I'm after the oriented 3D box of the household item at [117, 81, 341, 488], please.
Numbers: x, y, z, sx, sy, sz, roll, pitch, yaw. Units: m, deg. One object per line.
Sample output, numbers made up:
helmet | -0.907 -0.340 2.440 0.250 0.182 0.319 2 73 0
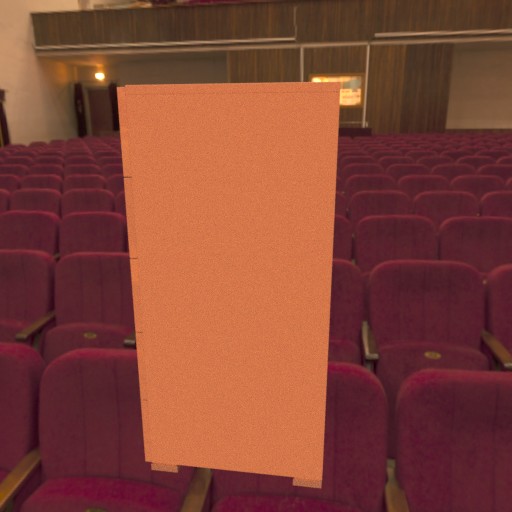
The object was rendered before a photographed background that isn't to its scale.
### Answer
household item | 0.000 0.000 1.310 0.420 0.870 0.800 2 15 8
